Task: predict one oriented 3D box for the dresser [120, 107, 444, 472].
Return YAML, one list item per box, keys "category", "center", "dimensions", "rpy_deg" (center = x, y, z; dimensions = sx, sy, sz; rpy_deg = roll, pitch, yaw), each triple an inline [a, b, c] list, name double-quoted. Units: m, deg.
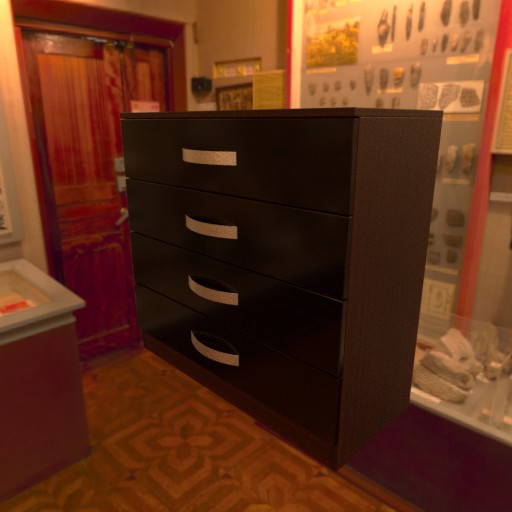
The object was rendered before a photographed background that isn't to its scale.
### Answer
- category: "dresser"
  center: [0.000, 0.000, 1.163]
  dimensions: [0.360, 0.720, 0.750]
  rpy_deg: [-16, 23, -42]
